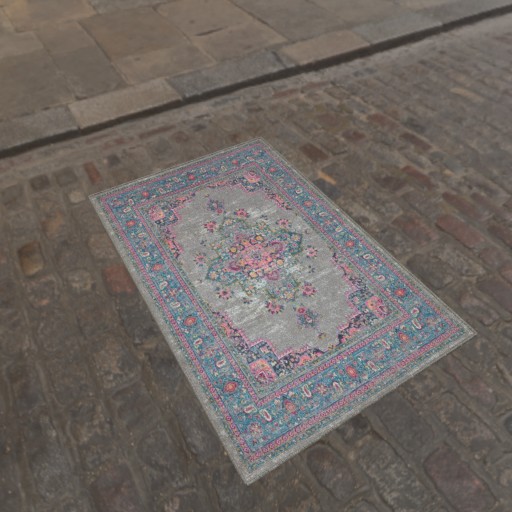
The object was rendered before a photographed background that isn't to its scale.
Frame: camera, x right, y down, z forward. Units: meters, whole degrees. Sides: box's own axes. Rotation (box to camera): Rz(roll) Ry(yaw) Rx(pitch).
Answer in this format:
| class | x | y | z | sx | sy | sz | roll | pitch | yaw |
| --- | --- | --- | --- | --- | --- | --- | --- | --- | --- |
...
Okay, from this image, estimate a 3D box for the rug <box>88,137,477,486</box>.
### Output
| class | x | y | z | sx | sy | sz | roll | pitch | yaw |
| --- | --- | --- | --- | --- | --- | --- | --- | --- | --- |
| rug | 0.000 | 0.000 | 2.177 | 1.144 | 0.014 | 1.748 | -24 | 52 | -20 |
